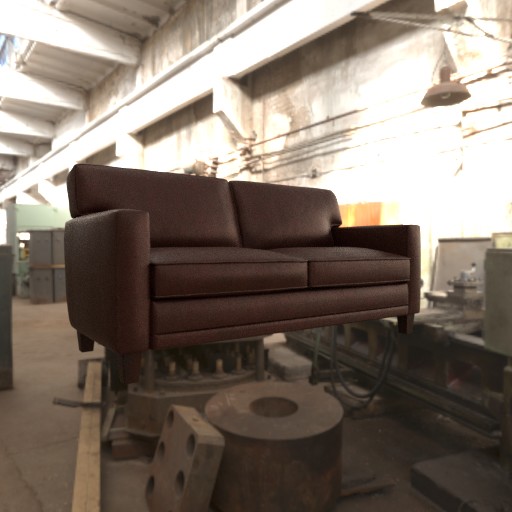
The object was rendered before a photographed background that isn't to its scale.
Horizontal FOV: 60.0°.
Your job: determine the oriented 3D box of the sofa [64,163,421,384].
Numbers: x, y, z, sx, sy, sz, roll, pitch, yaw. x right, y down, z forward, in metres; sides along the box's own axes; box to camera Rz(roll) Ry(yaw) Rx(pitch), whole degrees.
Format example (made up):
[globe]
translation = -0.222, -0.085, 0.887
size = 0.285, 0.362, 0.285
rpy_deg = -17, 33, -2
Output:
[sofa]
translation = 0.000, 0.000, 2.444
size = 1.876, 0.928, 0.912
rpy_deg = -1, 1, -35
